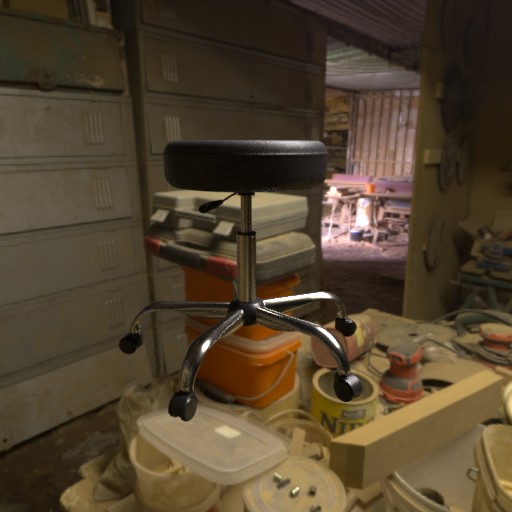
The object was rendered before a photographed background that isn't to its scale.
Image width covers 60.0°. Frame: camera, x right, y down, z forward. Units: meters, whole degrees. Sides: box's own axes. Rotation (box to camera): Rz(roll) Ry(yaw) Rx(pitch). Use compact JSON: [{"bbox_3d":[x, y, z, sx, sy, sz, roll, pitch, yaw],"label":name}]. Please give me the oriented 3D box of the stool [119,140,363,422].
[{"bbox_3d":[0.000,0.000,1.144,0.638,0.576,0.673,13,19,42],"label":"stool"}]
